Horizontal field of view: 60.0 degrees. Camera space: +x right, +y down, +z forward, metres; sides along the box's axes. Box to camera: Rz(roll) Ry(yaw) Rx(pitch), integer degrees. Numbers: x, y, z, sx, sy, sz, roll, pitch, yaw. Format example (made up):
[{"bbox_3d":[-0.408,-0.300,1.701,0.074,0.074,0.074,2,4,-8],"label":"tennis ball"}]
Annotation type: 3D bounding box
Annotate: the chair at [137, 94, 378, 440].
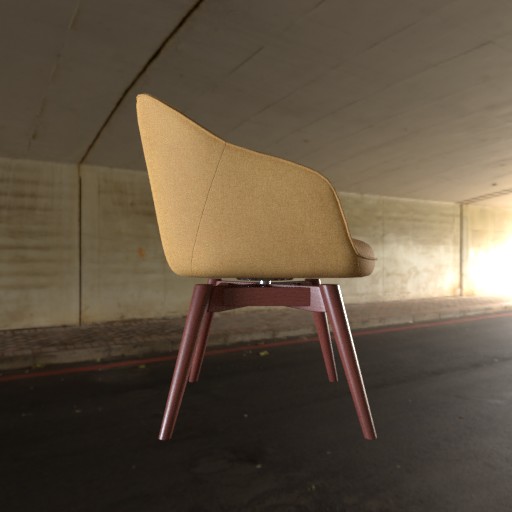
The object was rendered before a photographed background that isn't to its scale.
[{"bbox_3d":[0.000,0.000,1.233,0.635,0.823,0.596,0,0,0],"label":"chair"}]
